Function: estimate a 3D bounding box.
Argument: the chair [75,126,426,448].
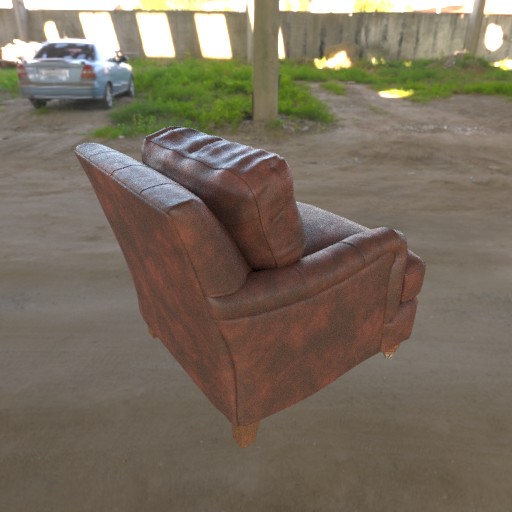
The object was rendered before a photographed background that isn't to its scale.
[{"bbox_3d":[0.000,0.000,1.918,1.156,1.051,0.987,-17,31,-31],"label":"chair"}]
